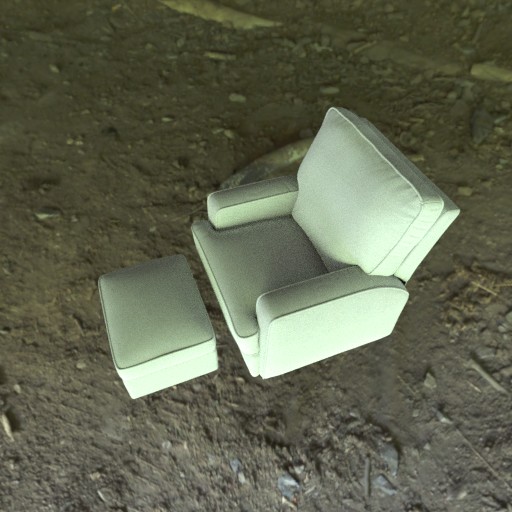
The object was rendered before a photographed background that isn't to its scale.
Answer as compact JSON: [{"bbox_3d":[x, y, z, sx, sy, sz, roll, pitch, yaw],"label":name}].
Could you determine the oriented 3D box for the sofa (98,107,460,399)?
[{"bbox_3d":[0.000,0.000,2.079,1.472,0.959,0.861,-16,50,-14],"label":"sofa"}]
